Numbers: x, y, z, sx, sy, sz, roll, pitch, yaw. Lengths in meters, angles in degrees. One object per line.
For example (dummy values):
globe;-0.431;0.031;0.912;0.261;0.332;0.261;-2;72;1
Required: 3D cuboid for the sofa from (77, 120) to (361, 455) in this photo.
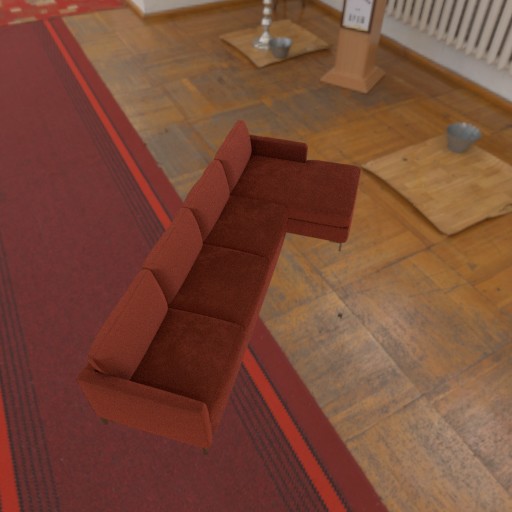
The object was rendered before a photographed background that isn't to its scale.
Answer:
sofa;0.000;0.000;3.532;1.350;0.810;2.932;12;47;11
